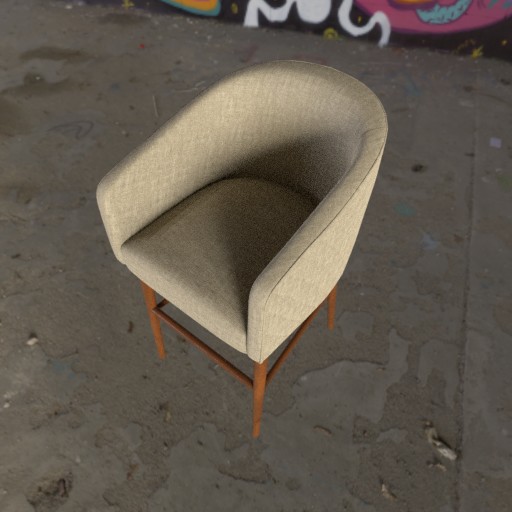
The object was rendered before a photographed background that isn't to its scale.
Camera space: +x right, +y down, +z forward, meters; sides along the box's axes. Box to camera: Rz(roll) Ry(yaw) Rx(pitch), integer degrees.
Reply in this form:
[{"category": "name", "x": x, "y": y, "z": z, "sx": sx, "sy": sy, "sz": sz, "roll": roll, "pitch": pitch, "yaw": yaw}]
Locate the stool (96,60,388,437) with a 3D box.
[{"category": "stool", "x": 0.000, "y": 0.000, "z": 1.360, "sx": 0.559, "sy": 0.952, "sz": 0.635, "roll": 31, "pitch": 54, "yaw": 26}]
